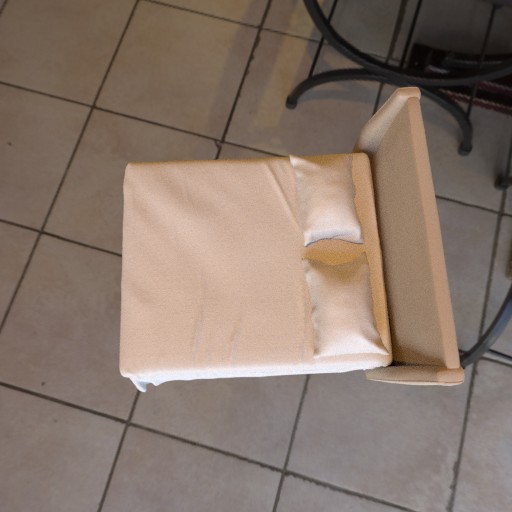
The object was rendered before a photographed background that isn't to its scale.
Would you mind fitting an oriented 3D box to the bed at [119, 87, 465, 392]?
[{"bbox_3d":[0.000,0.000,3.317,2.276,1.332,1.925,-3,76,-1],"label":"bed"}]
